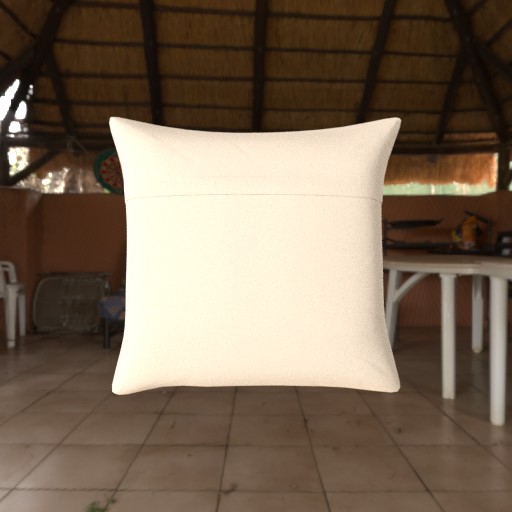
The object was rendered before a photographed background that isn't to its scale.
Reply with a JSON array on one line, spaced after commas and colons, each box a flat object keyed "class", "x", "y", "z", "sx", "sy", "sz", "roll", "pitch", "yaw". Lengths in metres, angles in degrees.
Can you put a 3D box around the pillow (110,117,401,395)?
[{"class": "pillow", "x": 0.000, "y": 0.000, "z": 0.771, "sx": 0.501, "sy": 0.477, "sz": 0.192, "roll": 0, "pitch": 1, "yaw": -1}]
